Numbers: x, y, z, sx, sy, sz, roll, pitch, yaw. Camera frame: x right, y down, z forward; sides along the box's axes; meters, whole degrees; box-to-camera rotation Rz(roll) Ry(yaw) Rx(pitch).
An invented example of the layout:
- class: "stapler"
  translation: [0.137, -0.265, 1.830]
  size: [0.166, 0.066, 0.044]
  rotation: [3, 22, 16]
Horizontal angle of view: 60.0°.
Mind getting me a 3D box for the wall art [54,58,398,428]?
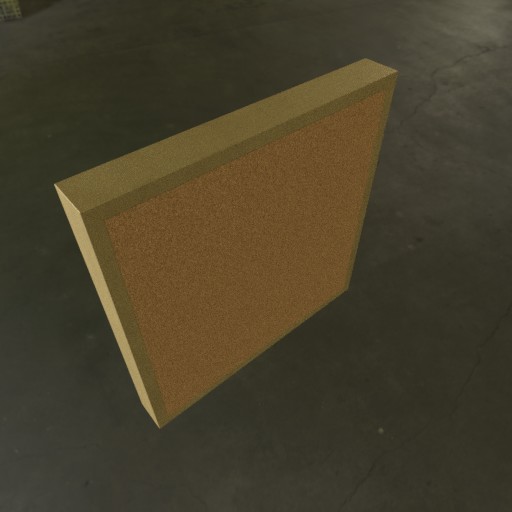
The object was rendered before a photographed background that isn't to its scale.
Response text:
- class: "wall art"
  translation: [0.000, 0.000, 0.449]
  size: [0.305, 0.305, 0.038]
  rotation: [-31, 53, -27]
